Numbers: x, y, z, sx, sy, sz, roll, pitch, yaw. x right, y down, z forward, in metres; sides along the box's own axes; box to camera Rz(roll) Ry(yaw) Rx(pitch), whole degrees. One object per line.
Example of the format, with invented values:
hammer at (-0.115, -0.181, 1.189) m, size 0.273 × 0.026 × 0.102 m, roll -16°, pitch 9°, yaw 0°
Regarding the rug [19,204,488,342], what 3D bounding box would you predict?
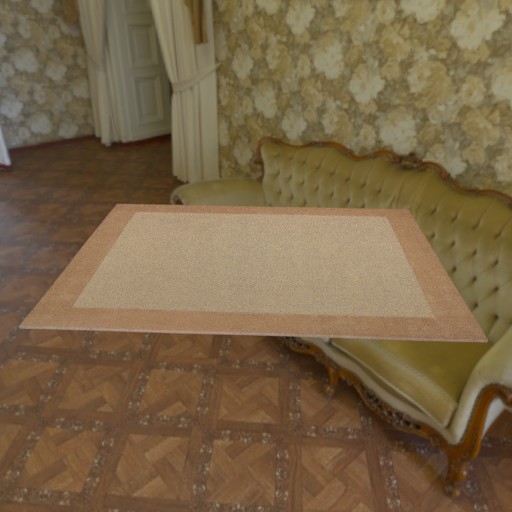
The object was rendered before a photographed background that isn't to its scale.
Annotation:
rug at (0.000, 0.000, 2.249) m, size 1.829 × 0.014 × 1.219 m, roll 1°, pitch 30°, yaw 2°
